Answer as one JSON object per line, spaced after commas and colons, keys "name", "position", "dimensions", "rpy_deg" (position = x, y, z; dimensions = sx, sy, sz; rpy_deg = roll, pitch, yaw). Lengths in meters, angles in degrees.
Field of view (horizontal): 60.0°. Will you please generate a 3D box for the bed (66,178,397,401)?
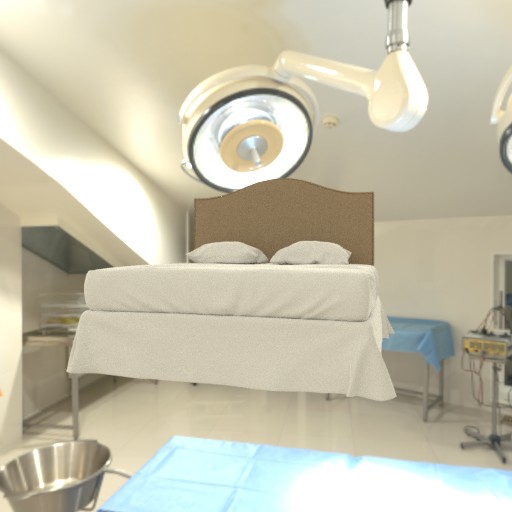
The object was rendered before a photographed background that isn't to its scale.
{"name": "bed", "position": [0.000, 0.000, 3.802], "dimensions": [2.311, 1.651, 2.222], "rpy_deg": [0, 0, 16]}
